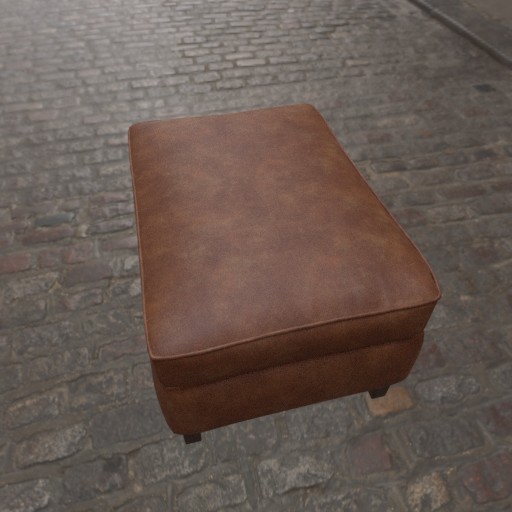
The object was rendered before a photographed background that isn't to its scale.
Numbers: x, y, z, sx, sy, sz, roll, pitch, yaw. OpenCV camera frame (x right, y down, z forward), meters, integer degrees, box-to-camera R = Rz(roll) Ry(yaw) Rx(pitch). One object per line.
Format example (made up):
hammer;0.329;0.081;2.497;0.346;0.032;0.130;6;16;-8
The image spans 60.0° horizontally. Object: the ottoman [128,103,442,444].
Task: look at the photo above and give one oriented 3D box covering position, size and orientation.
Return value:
ottoman;0.000;0.000;0.982;0.501;0.418;0.665;-10;47;-10
